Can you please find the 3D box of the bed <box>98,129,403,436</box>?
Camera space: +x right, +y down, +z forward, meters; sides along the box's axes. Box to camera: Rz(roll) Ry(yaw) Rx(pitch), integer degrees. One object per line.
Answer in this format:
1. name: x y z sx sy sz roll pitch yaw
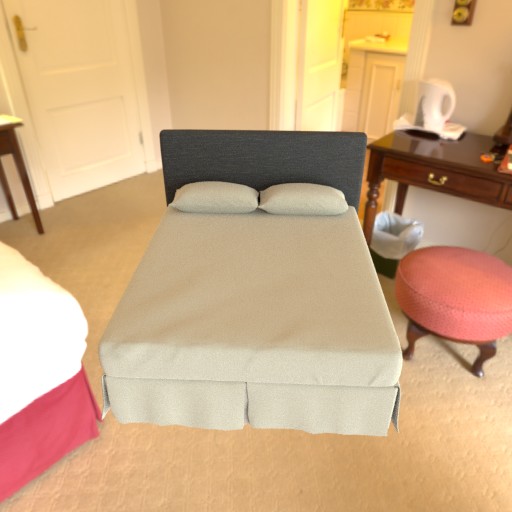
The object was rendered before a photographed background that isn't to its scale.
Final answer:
1. bed: 0.000 0.000 3.340 1.884 1.330 2.142 1 31 2
